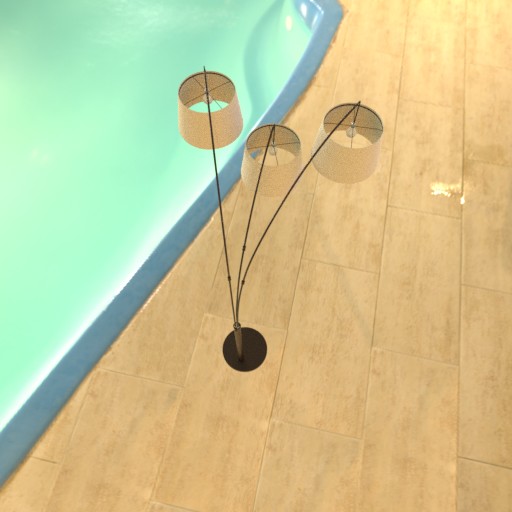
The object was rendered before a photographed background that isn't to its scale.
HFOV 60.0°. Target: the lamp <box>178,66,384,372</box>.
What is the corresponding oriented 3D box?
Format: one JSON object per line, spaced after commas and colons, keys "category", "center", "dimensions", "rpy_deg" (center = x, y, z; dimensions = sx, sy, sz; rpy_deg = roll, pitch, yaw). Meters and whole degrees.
{"category": "lamp", "center": [0.000, 0.000, 2.501], "dimensions": [0.951, 1.950, 0.924], "rpy_deg": [17, 65, 8]}
